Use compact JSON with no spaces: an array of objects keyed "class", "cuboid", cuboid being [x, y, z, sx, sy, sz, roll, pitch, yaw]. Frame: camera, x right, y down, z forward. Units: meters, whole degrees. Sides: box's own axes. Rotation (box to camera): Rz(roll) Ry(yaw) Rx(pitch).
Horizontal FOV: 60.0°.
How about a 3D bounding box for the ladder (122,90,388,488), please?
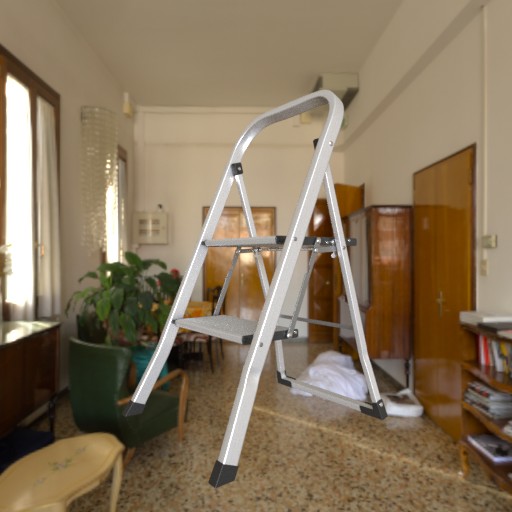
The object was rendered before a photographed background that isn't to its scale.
[{"class":"ladder","cuboid":[0.000,0.000,1.134,0.530,0.830,0.465,0,0,-37]}]
